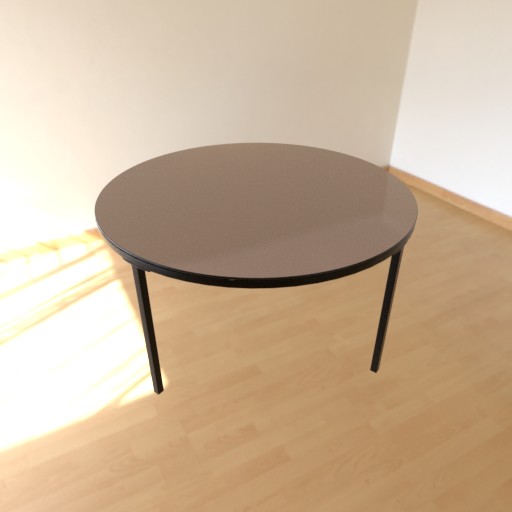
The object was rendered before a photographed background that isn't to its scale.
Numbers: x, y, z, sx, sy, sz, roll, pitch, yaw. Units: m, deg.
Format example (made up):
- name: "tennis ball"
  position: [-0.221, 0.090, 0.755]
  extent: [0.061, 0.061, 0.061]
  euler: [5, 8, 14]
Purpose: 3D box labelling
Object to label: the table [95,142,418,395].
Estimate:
- name: "table"
  position: [0.000, 0.000, 1.250]
  extent: [0.800, 0.400, 0.800]
  euler: [0, 32, 0]
